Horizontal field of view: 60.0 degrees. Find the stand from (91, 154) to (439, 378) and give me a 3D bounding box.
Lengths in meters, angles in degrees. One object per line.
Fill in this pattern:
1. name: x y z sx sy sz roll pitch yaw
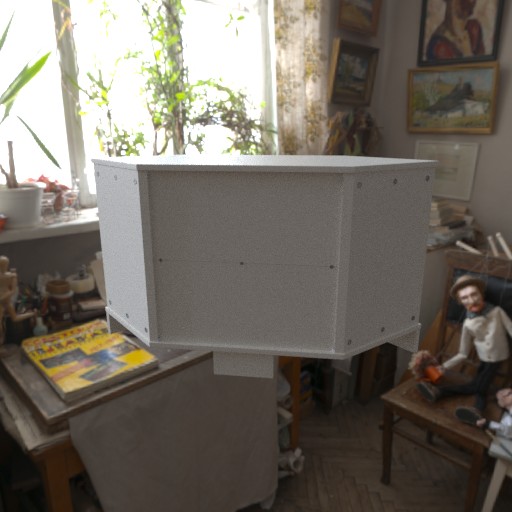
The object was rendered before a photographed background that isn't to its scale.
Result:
1. stand: 0.000 0.000 1.436 1.072 0.614 0.477 2 16 7
